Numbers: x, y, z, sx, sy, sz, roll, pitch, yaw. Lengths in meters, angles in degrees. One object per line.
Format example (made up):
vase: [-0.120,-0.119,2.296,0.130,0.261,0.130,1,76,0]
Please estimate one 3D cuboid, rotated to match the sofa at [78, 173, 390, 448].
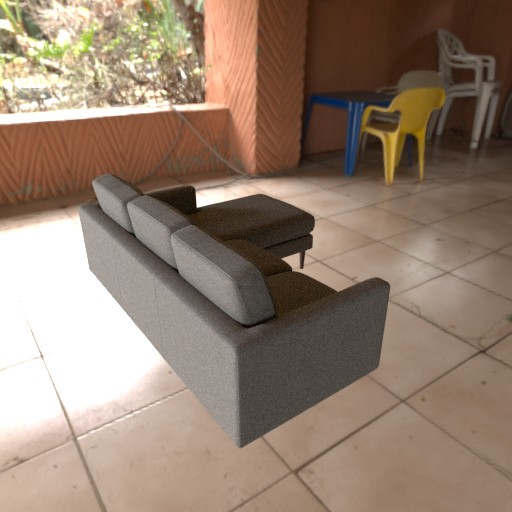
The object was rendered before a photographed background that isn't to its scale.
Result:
sofa: [0.000,0.000,2.938,1.667,0.957,2.055,-17,31,-32]
